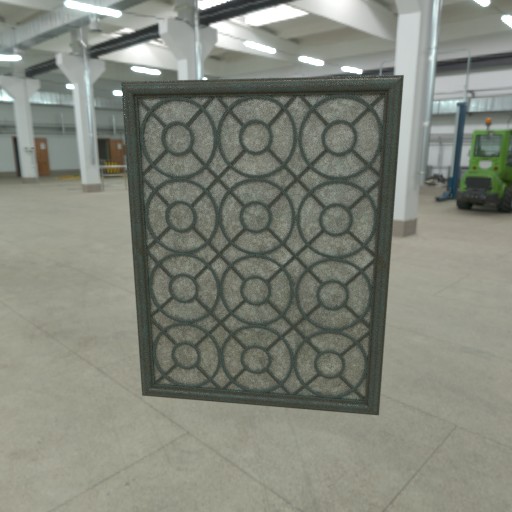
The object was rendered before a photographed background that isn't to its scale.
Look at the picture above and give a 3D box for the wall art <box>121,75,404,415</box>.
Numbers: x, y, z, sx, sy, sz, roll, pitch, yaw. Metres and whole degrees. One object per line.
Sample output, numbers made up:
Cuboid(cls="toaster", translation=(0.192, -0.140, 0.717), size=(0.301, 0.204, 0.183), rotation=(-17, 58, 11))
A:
Cuboid(cls="wall art", translation=(0.000, 0.000, 1.308), size=(0.767, 0.983, 0.030), rotation=(2, 14, 8))
